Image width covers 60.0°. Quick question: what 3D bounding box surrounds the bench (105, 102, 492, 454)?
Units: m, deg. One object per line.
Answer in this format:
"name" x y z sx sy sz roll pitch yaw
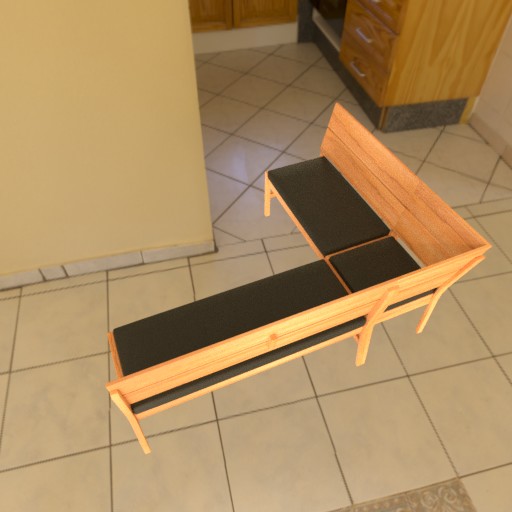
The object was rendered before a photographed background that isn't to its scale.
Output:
"bench" 0.000 0.000 2.800 1.948 0.890 1.548 -18 50 -15
